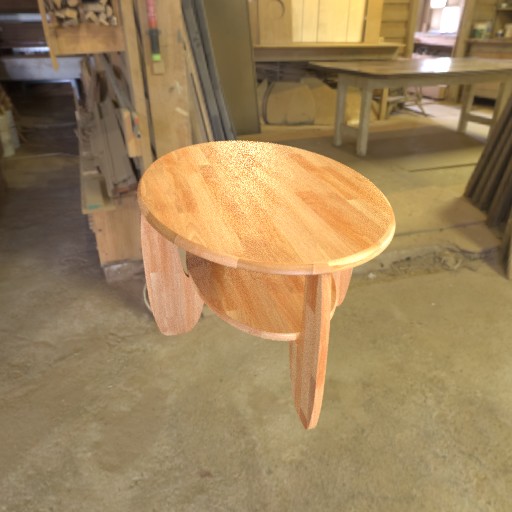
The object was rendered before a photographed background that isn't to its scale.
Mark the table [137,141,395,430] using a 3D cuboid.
[{"bbox_3d":[0.000,0.000,1.405,0.690,0.490,1.040,-8,29,-14],"label":"table"}]
